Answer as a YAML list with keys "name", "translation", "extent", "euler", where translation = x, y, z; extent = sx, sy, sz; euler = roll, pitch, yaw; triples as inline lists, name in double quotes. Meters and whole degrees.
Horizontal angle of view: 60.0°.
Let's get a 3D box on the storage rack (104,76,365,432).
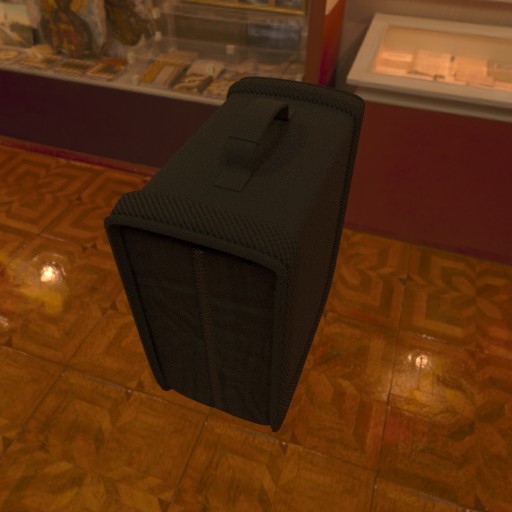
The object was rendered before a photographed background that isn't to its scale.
- name: "storage rack"
  translation: [0.000, 0.000, 0.552]
  extent: [0.168, 0.387, 0.297]
  euler: [15, 47, 15]
